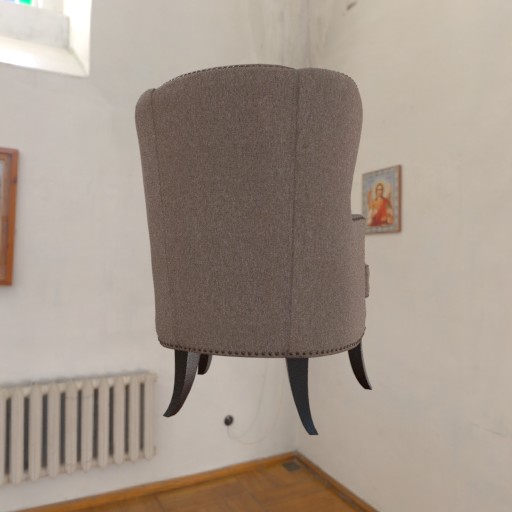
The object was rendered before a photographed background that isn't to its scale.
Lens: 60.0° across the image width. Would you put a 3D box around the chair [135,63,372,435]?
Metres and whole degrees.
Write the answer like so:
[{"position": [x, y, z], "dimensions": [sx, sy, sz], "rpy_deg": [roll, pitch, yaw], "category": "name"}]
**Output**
[{"position": [0.000, 0.000, 1.573], "dimensions": [0.759, 1.060, 0.758], "rpy_deg": [0, 0, 18], "category": "chair"}]
